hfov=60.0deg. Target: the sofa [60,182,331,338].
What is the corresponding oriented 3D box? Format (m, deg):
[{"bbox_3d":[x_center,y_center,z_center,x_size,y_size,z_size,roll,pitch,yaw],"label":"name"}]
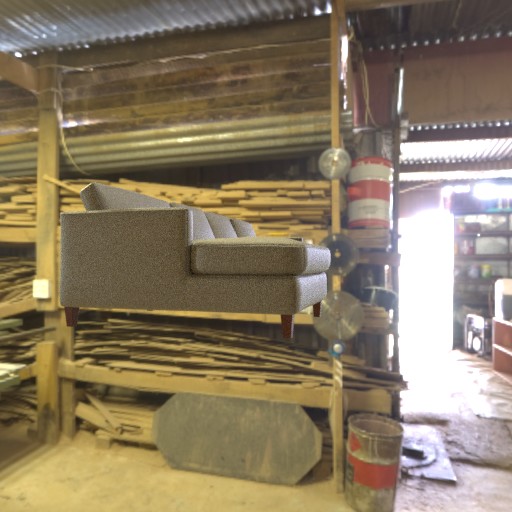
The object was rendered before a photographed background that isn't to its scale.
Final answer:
[{"bbox_3d":[0.000,0.000,3.916,1.502,0.876,3.201,0,-1,17],"label":"sofa"}]
